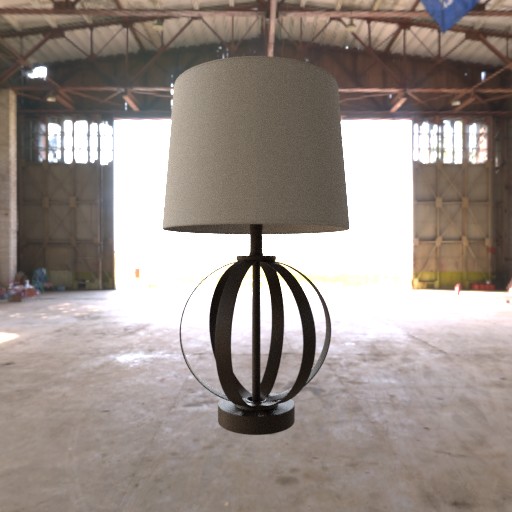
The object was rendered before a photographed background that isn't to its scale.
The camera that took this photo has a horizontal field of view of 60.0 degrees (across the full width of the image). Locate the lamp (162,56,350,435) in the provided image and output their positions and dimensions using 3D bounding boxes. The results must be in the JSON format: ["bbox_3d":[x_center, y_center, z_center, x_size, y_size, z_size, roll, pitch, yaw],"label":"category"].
[{"bbox_3d":[0.000,0.000,0.690,0.286,0.510,0.286,0,0,0],"label":"lamp"}]
